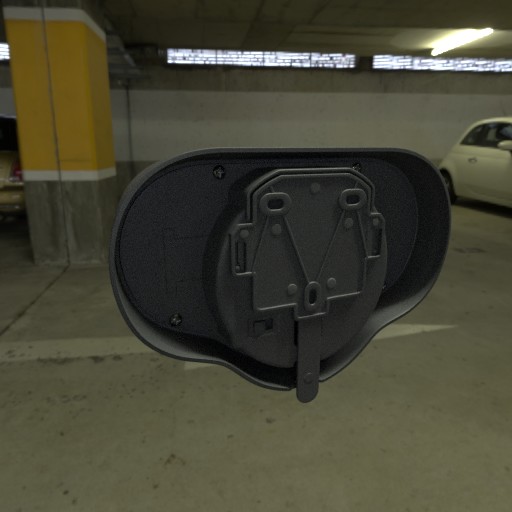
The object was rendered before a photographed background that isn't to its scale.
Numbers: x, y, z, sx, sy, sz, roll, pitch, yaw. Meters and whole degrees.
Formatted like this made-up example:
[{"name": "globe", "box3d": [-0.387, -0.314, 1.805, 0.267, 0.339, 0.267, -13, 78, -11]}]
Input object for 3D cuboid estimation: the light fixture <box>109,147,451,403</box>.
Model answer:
[{"name": "light fixture", "box3d": [0.000, 0.000, 0.333, 0.229, 0.159, 0.159, -7, 15, -25]}]
